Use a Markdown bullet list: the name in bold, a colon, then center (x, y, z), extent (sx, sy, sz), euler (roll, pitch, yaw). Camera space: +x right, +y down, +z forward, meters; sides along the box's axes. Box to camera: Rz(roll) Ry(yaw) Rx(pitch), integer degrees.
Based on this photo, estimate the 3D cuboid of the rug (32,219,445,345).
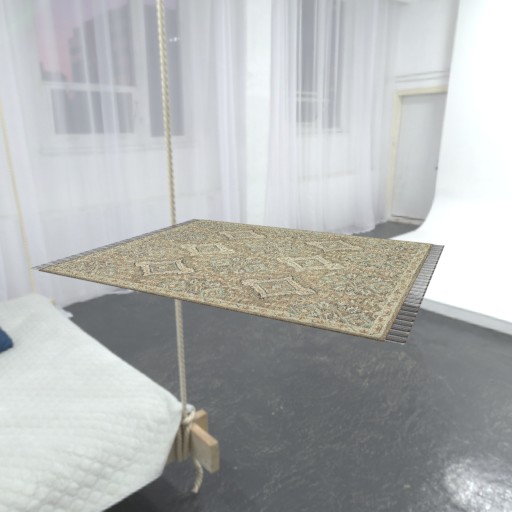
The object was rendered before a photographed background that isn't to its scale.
- **rug**: center (0.000, 0.000, 4.120), extent (3.056, 0.010, 2.437), euler (8, 18, 26)
